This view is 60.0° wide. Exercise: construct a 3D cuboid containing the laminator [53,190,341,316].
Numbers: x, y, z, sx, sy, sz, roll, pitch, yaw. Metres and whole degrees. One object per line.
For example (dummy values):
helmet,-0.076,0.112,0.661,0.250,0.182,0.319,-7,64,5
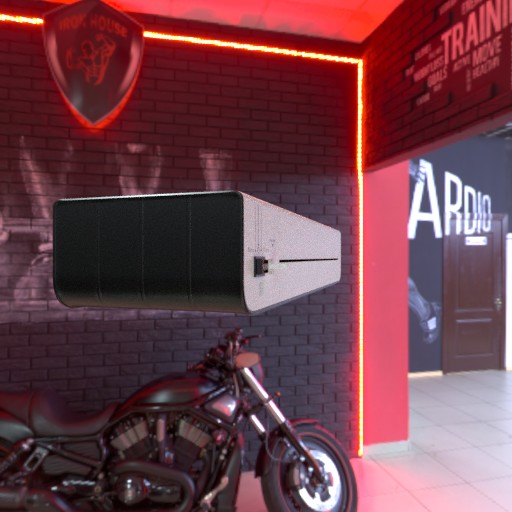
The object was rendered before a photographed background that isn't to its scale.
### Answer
laminator,0.000,0.000,0.385,0.123,0.062,0.340,0,0,19
